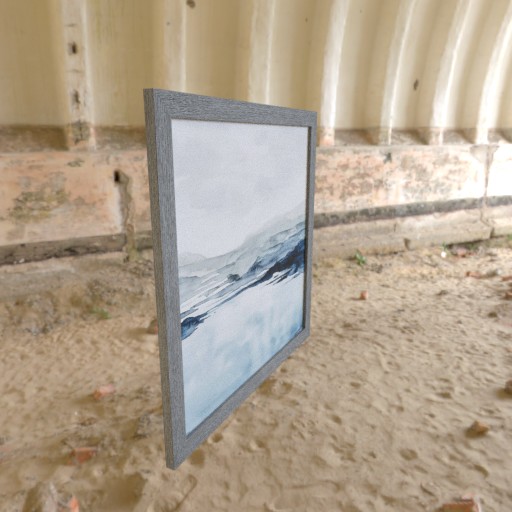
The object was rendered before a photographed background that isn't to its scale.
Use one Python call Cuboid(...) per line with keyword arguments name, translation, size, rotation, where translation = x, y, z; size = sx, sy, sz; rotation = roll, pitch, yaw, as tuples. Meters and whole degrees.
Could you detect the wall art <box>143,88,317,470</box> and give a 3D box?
Cuboid(name="wall art", translation=(0.000, 0.000, 1.051), size=(0.020, 0.685, 0.685), rotation=(8, 17, 28))
